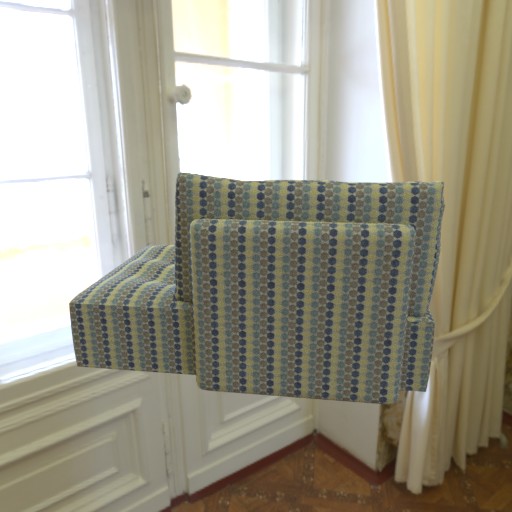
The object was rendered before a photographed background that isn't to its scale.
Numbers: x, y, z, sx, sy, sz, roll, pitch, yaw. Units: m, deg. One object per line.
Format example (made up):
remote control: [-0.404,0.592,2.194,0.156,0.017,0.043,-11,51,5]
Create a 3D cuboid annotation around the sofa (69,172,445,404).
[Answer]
sofa: [0.000,0.000,2.039,1.450,0.820,1.000,2,16,7]
